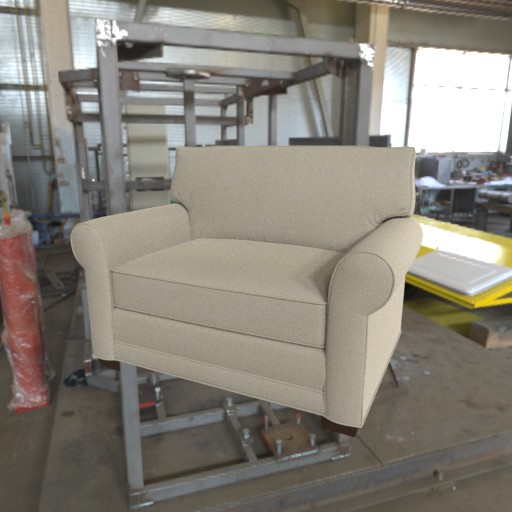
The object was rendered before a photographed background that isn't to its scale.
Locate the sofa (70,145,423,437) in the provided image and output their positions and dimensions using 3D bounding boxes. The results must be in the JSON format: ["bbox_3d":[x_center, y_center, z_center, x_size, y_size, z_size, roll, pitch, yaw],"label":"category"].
[{"bbox_3d":[0.000,0.000,2.081,1.405,1.006,0.937,7,15,25],"label":"sofa"}]
